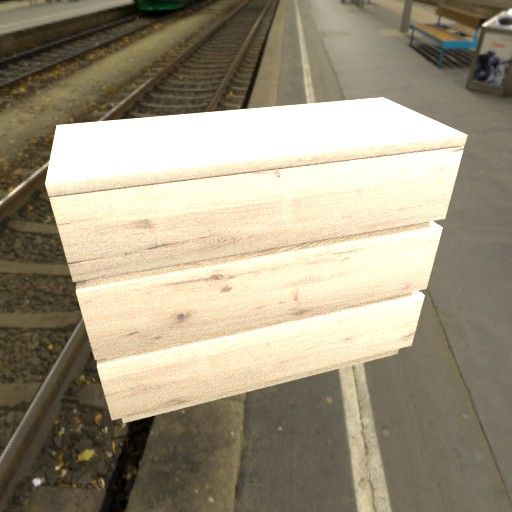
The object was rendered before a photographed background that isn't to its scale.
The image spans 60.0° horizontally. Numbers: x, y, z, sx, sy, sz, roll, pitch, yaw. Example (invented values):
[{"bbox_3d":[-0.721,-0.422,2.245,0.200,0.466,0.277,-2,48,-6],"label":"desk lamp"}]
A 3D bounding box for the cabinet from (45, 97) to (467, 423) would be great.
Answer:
[{"bbox_3d":[0.000,0.000,1.432,1.040,0.820,0.420,-10,34,-15],"label":"cabinet"}]
